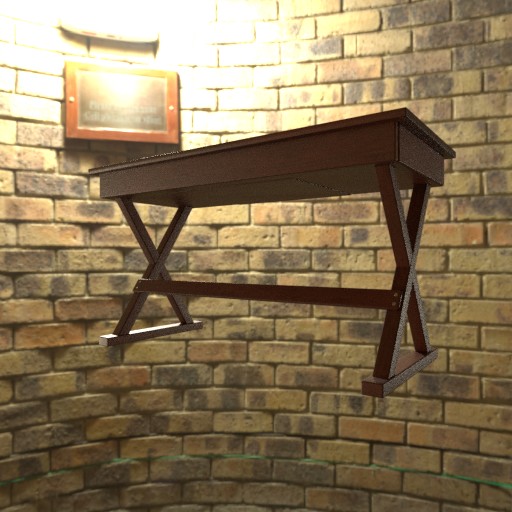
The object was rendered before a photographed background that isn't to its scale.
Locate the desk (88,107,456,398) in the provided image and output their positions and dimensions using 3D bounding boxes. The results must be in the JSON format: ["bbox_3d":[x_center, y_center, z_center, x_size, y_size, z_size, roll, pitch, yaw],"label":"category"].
[{"bbox_3d":[0.000,0.000,1.776,1.372,0.761,0.600,0,0,36],"label":"desk"}]
